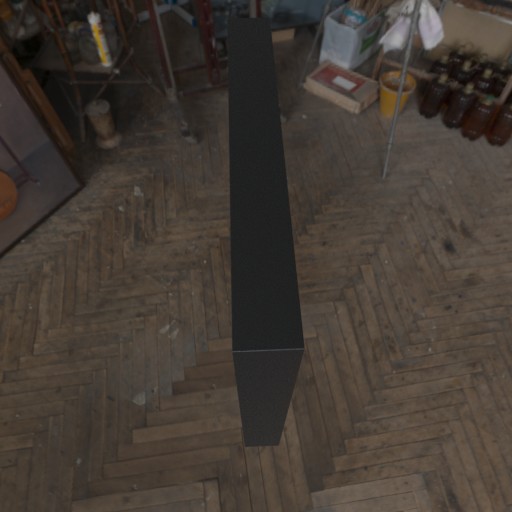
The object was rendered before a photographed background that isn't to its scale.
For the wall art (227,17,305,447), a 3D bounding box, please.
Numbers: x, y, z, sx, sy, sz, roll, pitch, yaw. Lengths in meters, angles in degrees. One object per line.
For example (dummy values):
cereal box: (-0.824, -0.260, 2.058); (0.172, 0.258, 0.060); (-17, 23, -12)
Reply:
wall art: (0.000, 0.000, 0.437); (0.038, 0.304, 0.304); (-2, 58, -1)
